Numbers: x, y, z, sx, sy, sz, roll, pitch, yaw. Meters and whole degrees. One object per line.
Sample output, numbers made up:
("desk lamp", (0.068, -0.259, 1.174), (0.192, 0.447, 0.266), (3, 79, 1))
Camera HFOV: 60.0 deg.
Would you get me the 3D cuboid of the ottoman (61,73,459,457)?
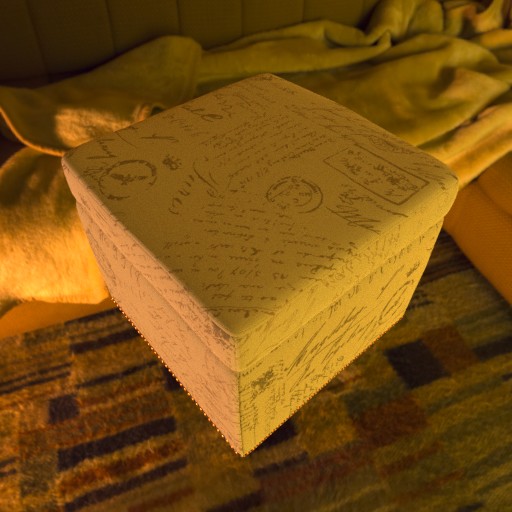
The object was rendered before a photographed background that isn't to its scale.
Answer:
("ottoman", (0.000, 0.000, 0.818), (0.450, 0.457, 0.449), (-33, 56, -26))
